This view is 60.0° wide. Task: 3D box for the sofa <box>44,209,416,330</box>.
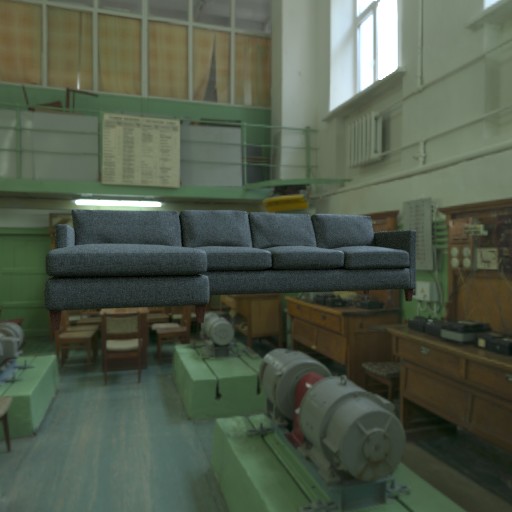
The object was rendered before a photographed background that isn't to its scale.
[{"bbox_3d":[0.000,0.000,4.172,3.485,0.960,1.635,0,1,-18],"label":"sofa"}]
